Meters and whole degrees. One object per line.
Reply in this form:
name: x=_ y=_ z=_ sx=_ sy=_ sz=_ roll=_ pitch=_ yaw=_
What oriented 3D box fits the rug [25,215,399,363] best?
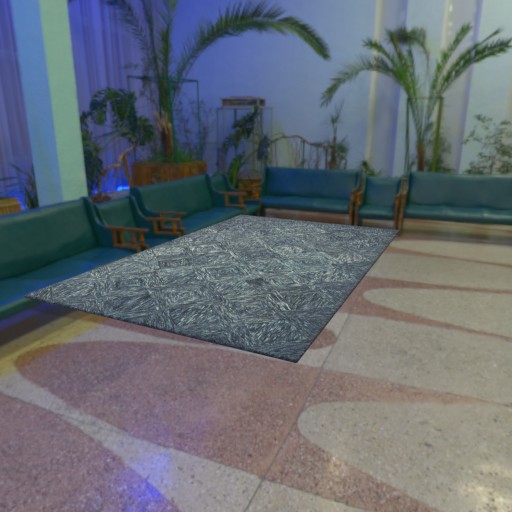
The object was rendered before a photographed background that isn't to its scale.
rug: x=0.000 y=0.000 z=2.938 sx=1.478 sy=0.017 sz=2.330 roll=8 pitch=18 yaw=25
